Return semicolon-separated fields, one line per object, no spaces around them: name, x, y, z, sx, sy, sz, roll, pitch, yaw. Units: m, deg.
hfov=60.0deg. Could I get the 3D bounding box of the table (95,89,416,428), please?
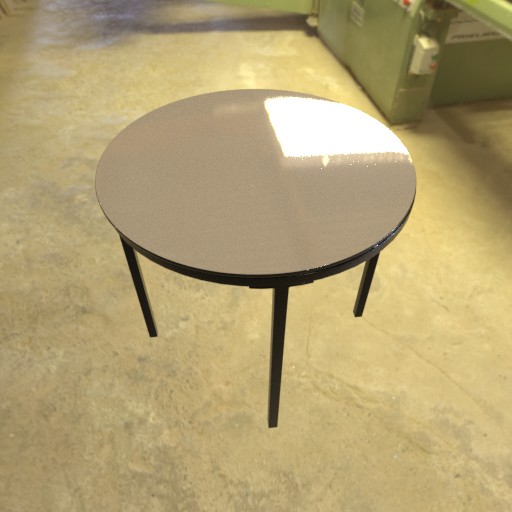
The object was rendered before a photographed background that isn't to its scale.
table;0.000;0.000;0.866;0.499;0.443;0.499;0;46;0
